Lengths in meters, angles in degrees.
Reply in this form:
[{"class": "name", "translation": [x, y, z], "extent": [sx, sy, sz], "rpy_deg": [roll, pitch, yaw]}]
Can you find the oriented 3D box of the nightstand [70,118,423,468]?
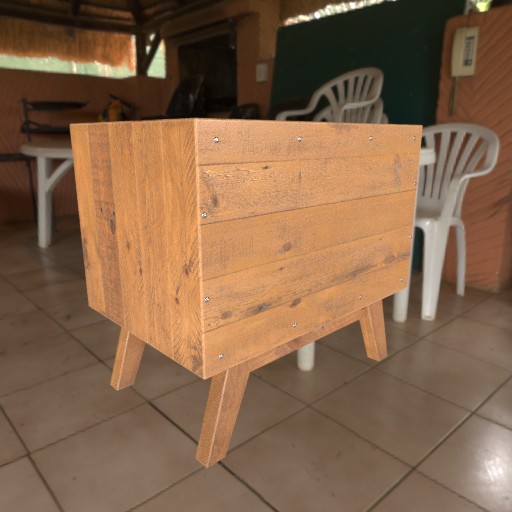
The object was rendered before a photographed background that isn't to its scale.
[{"class": "nightstand", "translation": [0.000, 0.000, 1.054], "extent": [0.650, 0.599, 0.450], "rpy_deg": [-14, 21, -41]}]
